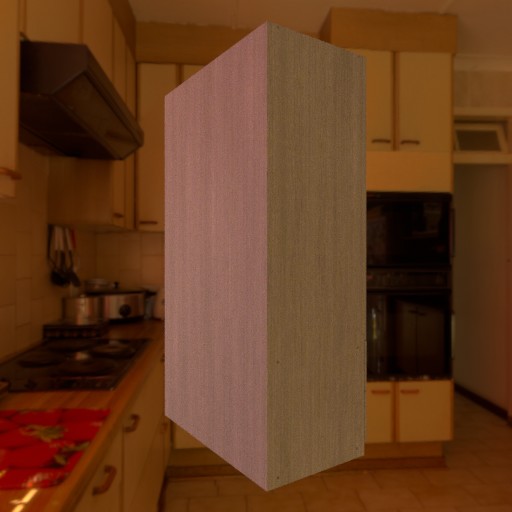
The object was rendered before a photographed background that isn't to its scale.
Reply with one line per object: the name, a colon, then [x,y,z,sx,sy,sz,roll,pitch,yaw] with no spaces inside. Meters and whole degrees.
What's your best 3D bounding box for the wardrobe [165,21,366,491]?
wardrobe: [0.000,0.000,2.272,0.577,1.808,0.991,0,0,-35]
